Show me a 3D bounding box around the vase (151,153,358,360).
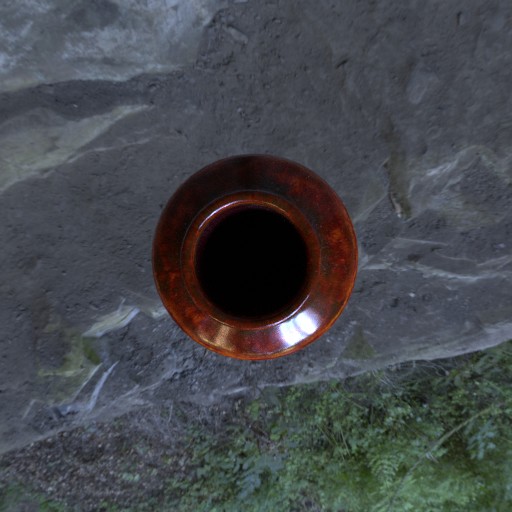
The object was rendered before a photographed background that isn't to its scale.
[{"bbox_3d":[0.000,0.000,0.269,0.108,0.204,0.108,0,91,1],"label":"vase"}]
